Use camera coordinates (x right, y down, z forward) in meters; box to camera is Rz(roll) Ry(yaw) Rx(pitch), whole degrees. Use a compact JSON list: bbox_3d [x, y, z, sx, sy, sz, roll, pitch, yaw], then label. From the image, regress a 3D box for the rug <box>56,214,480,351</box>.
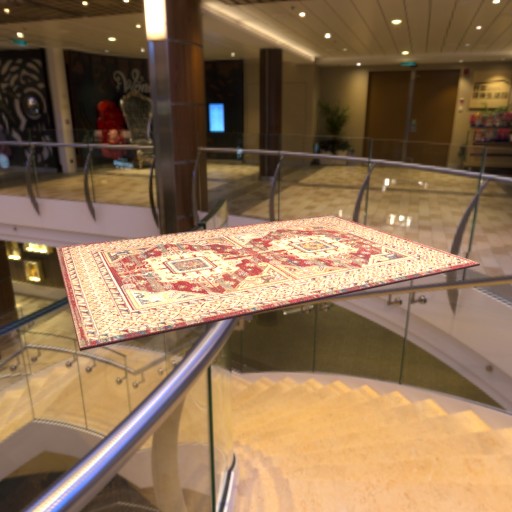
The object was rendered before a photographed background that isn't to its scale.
[{"bbox_3d":[0.000,0.000,5.713,4.578,0.033,3.033,-9,20,-25],"label":"rug"}]
